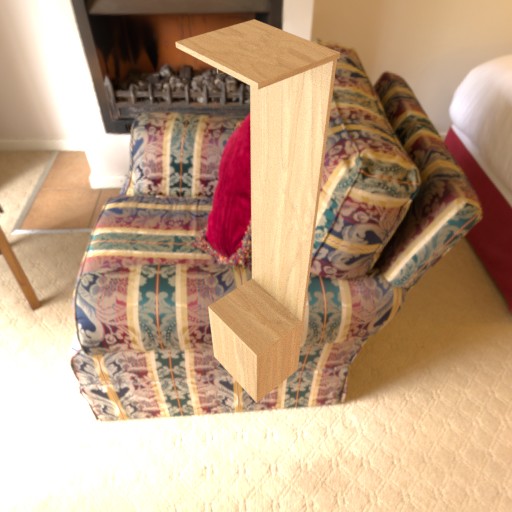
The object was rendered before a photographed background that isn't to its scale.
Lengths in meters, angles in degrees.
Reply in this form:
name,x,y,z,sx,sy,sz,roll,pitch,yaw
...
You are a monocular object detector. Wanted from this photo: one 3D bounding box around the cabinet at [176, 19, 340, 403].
name,x,y,z,sx,sy,sz,roll,pitch,yaw
cabinet,0.000,0.000,2.072,0.338,1.879,0.411,-31,53,-27
